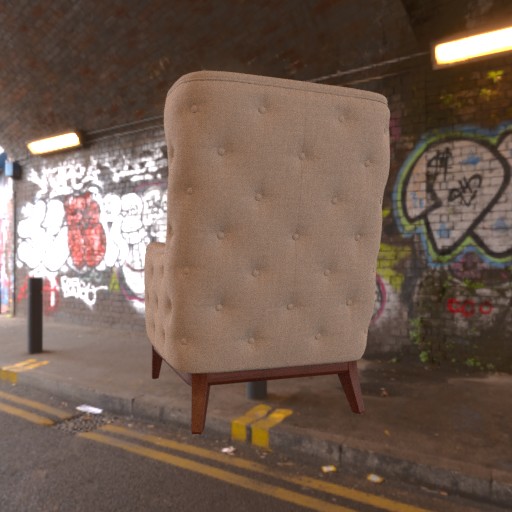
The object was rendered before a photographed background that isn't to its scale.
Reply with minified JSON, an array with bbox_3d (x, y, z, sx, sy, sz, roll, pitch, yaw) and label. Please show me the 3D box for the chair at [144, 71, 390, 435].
[{"bbox_3d":[0.000,0.000,1.689,0.778,1.079,0.899,0,-1,-18],"label":"chair"}]
